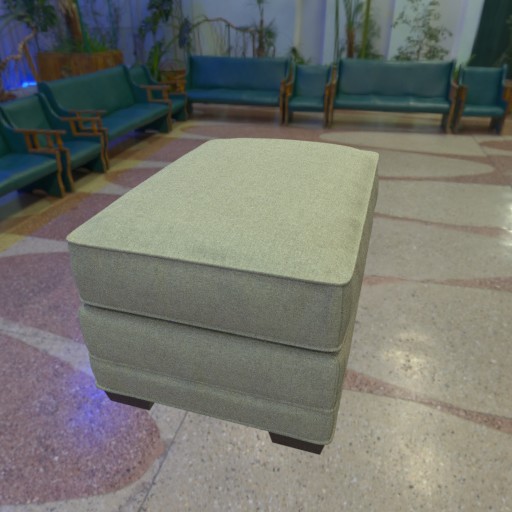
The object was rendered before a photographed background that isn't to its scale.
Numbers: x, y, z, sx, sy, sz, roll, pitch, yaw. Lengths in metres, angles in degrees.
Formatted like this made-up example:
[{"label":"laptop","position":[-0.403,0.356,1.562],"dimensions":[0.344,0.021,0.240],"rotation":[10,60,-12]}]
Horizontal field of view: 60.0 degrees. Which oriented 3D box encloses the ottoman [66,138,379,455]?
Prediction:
[{"label":"ottoman","position":[0.000,0.000,1.258],"dimensions":[0.611,0.508,0.848],"rotation":[9,31,15]}]
